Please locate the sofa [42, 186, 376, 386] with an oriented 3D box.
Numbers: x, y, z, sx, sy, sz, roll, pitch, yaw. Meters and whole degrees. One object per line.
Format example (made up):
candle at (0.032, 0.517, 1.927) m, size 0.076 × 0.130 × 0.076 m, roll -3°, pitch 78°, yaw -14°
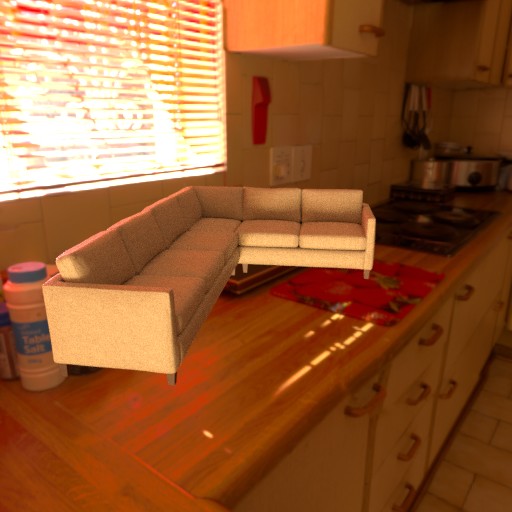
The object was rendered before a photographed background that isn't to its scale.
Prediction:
sofa at (0.000, 0.000, 4.434) m, size 2.522 × 0.934 × 3.333 m, roll 2°, pitch 18°, yaw 8°
